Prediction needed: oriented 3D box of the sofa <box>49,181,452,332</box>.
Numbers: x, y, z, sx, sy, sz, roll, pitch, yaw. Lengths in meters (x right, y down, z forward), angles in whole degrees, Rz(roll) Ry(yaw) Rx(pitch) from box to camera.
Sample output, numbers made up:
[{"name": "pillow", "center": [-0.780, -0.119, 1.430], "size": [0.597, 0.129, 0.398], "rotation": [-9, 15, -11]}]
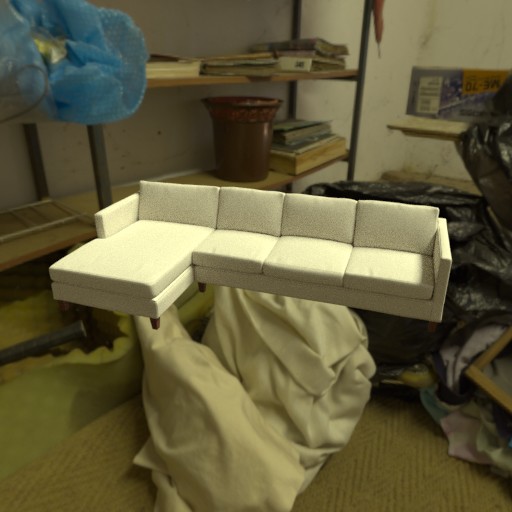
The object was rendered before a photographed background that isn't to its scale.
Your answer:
[{"name": "sofa", "center": [0.000, 0.000, 3.955], "size": [3.186, 0.846, 1.625], "rotation": [8, 26, 17]}]
